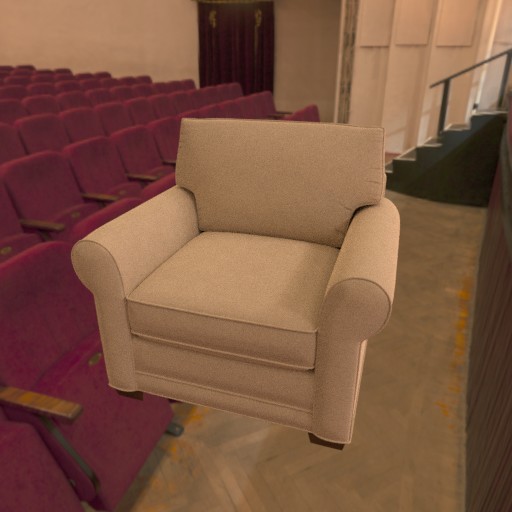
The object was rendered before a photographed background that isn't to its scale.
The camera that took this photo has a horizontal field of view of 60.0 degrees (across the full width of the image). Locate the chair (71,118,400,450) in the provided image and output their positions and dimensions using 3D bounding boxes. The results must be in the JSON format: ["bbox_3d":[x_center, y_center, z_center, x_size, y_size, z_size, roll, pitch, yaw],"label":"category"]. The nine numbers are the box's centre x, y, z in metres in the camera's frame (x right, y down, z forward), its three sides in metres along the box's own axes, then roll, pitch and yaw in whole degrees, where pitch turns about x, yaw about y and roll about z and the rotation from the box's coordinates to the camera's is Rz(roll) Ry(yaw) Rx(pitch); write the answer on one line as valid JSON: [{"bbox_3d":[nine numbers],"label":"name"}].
[{"bbox_3d":[0.000,0.000,1.727,1.040,0.955,0.863,8,26,16],"label":"chair"}]
